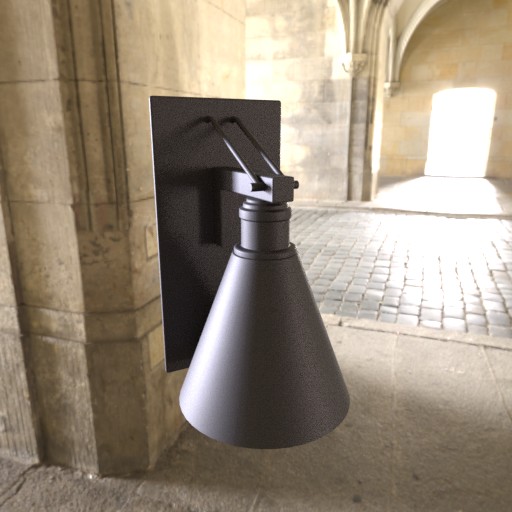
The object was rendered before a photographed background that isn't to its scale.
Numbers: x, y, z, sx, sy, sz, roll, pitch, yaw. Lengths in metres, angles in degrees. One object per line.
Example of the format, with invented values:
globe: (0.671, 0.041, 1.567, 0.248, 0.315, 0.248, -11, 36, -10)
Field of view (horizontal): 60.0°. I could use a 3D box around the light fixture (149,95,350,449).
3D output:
light fixture: (0.000, 0.000, 0.428, 0.170, 0.298, 0.207, -8, 17, -26)
